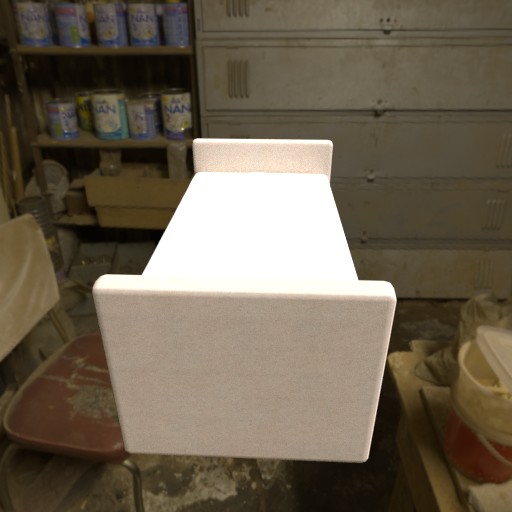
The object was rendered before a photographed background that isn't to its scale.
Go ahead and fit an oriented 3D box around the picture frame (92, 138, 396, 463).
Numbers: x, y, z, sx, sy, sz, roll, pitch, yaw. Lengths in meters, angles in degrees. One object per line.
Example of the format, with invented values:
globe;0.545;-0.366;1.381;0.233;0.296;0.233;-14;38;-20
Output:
picture frame;0.000;0.000;2.678;1.069;0.891;2.161;1;28;2
